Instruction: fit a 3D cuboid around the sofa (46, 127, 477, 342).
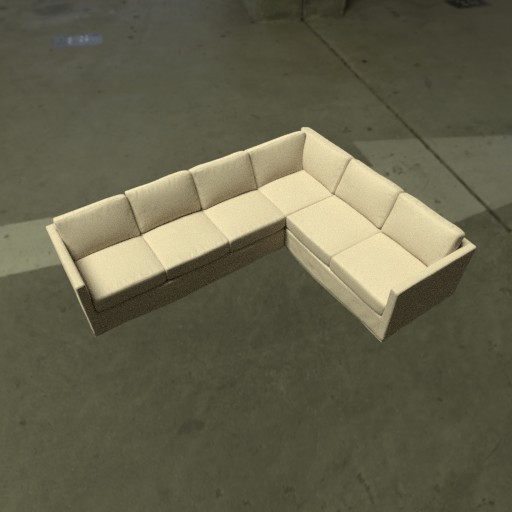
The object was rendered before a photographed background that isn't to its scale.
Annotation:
[{"bbox_3d":[0.000,0.000,4.248,3.182,0.871,2.432,-25,51,-23],"label":"sofa"}]
